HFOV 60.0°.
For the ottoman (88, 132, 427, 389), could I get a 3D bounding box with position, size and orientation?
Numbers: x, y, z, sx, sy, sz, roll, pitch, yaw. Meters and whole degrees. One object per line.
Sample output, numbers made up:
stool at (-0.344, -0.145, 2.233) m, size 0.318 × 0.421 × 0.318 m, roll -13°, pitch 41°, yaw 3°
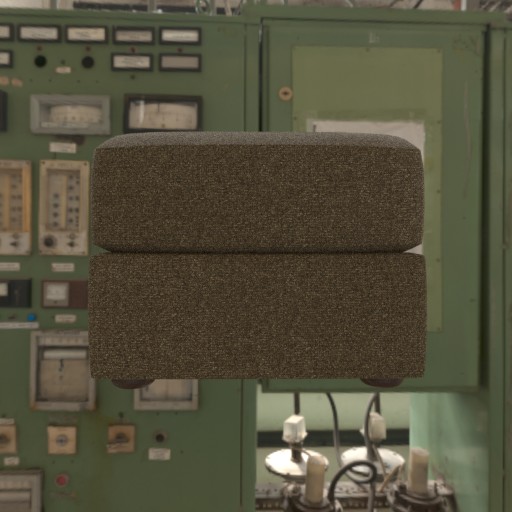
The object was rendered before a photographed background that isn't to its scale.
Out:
ottoman at (0.000, 0.000, 1.109) m, size 0.598 × 0.476 × 0.742 m, roll 0°, pitch 1°, yaw -1°
